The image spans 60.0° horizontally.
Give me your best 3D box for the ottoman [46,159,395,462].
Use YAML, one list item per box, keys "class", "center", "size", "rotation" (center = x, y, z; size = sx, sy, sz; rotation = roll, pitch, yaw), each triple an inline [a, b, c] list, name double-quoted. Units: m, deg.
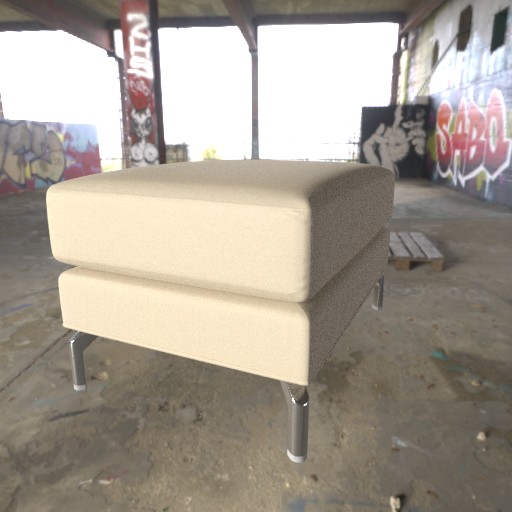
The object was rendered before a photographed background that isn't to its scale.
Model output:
- class: "ottoman"
  center: [0.000, 0.000, 1.184]
  size: [0.581, 0.497, 0.835]
  rotation: [7, 17, 24]
